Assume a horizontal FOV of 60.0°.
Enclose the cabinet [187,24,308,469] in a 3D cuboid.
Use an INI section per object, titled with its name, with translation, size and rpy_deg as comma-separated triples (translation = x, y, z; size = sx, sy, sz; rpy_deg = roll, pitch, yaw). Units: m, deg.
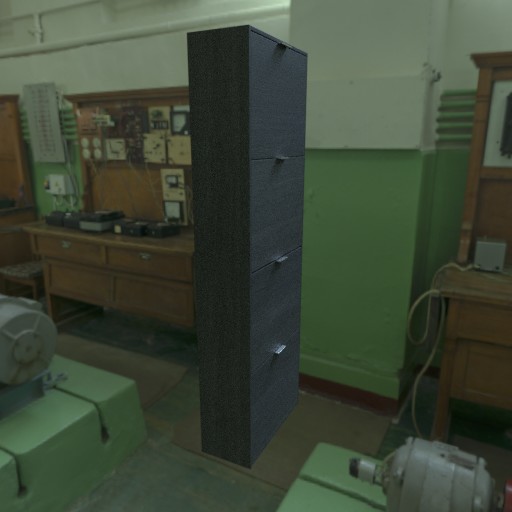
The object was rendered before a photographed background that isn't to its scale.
[cabinet]
translation = 0.000, 0.000, 1.851
size = 0.255, 1.630, 0.520
rpy_deg = 7, 16, 26
